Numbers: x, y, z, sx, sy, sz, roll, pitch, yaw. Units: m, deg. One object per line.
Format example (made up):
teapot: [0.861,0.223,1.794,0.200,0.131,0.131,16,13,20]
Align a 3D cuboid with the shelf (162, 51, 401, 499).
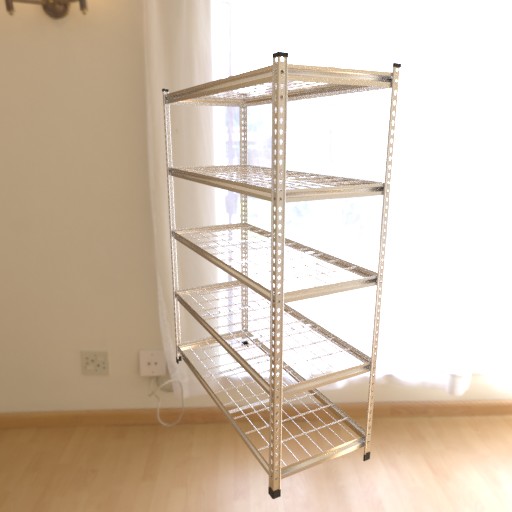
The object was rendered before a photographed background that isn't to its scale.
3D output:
shelf: [0.000,0.000,2.655,0.610,1.981,1.524,-8,17,-26]
